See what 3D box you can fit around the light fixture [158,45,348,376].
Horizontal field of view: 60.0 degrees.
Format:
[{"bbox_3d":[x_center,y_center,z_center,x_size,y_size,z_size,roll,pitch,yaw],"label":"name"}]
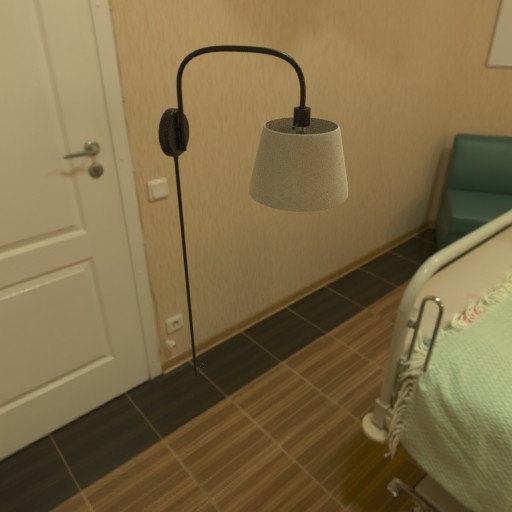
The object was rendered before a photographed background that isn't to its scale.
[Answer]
[{"bbox_3d":[0.000,0.000,0.465,0.176,0.399,0.092,10,31,17],"label":"light fixture"}]
